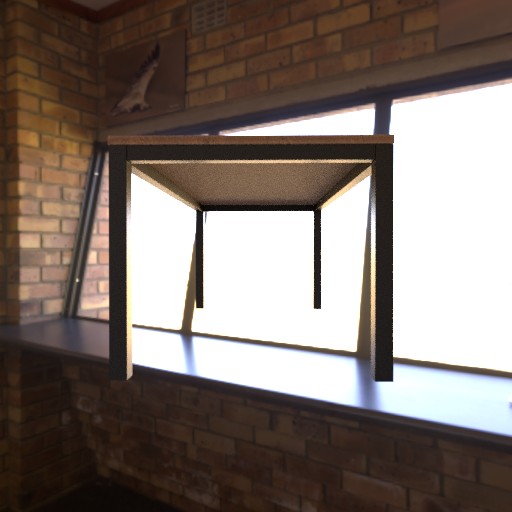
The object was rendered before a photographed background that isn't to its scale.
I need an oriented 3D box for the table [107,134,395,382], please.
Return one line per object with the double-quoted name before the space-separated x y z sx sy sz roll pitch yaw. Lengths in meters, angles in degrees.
"table" 0.000 0.000 2.282 0.893 0.767 1.805 0 0 1
